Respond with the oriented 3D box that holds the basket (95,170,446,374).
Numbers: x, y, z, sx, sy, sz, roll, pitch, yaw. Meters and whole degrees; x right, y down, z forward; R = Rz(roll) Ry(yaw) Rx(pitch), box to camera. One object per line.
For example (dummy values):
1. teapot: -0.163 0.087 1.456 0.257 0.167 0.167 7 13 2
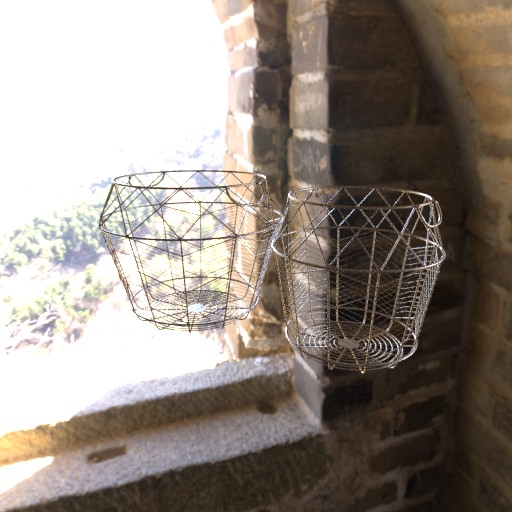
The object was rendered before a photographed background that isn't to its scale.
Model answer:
1. basket: 0.000 0.000 1.028 0.805 0.343 0.451 9 18 27
